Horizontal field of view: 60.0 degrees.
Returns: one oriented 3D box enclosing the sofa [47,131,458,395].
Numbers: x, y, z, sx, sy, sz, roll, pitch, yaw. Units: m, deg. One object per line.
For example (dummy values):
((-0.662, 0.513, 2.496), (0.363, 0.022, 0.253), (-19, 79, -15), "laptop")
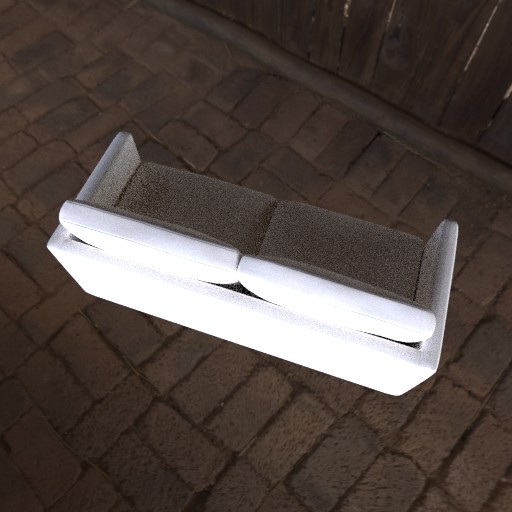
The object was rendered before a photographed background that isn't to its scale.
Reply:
((0.000, 0.000, 2.678), (2.139, 0.933, 0.924), (17, 64, 9), "sofa")
